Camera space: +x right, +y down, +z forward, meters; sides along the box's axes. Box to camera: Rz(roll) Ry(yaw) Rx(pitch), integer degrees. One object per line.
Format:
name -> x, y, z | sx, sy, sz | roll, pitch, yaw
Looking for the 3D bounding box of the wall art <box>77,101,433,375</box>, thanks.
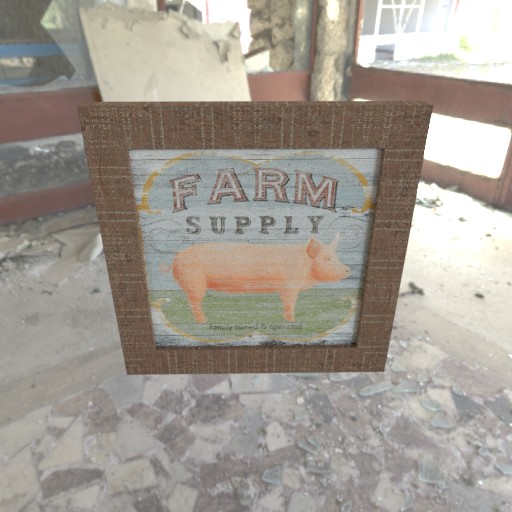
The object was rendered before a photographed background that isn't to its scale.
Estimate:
wall art -> 0.000, 0.000, 0.805 | 0.531, 0.531, 0.040 | 0, 29, -1
